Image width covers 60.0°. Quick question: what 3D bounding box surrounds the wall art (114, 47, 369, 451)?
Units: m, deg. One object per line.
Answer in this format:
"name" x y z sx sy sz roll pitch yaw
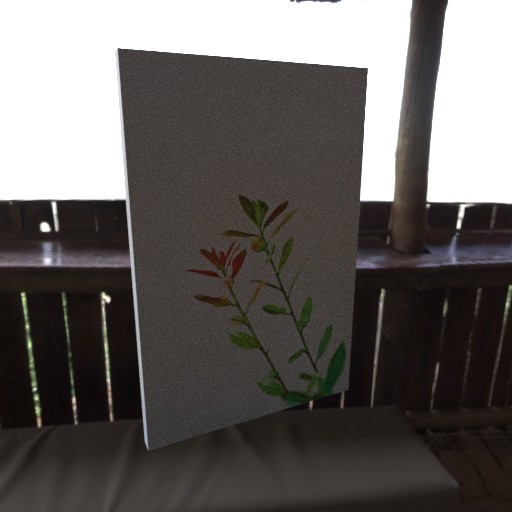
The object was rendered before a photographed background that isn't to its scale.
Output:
"wall art" 0.000 0.000 1.120 0.612 0.915 0.039 -8 17 -25
